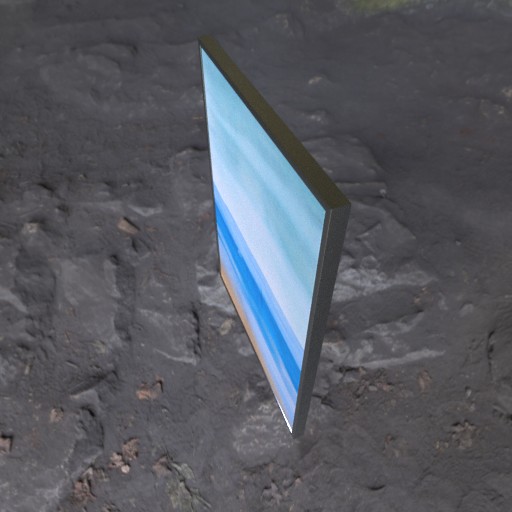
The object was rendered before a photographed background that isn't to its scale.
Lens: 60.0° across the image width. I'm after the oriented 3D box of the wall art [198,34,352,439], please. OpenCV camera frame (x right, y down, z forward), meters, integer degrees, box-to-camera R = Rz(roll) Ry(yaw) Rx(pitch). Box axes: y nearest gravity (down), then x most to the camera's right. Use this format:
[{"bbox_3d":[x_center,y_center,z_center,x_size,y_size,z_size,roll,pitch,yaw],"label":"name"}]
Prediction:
[{"bbox_3d":[0.000,0.000,1.412,0.041,1.062,0.803,-16,49,-15],"label":"wall art"}]
